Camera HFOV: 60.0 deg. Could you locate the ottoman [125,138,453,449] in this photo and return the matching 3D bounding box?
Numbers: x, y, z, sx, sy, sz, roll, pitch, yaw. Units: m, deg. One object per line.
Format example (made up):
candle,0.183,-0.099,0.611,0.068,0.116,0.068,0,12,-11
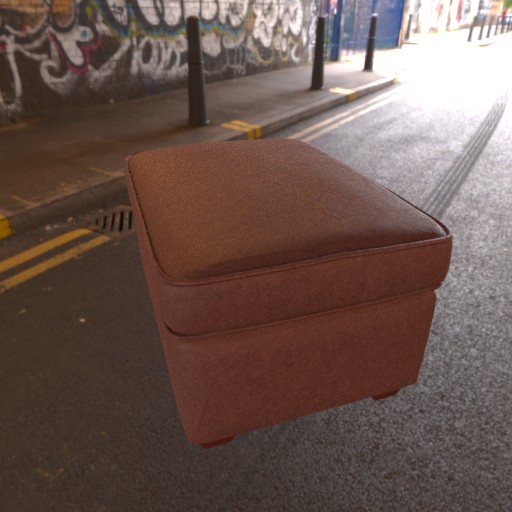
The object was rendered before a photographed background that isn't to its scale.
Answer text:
ottoman,0.000,0.000,1.102,0.548,0.449,0.749,-9,30,-17
